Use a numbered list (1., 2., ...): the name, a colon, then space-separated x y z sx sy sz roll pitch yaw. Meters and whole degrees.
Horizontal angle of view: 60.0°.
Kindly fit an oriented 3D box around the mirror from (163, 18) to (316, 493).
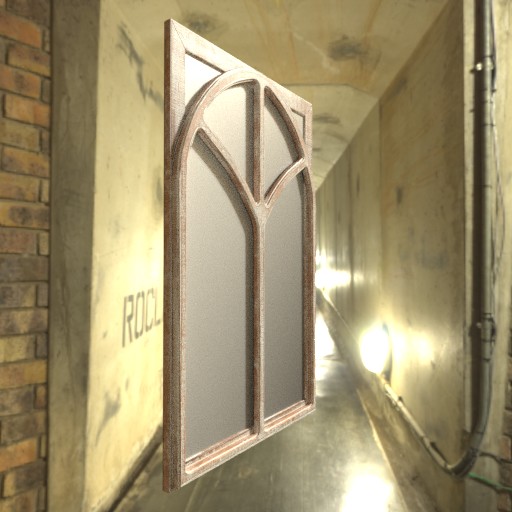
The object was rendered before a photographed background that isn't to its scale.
1. mirror: 0.000 0.000 0.934 0.058 0.787 0.495 -1 -1 35
